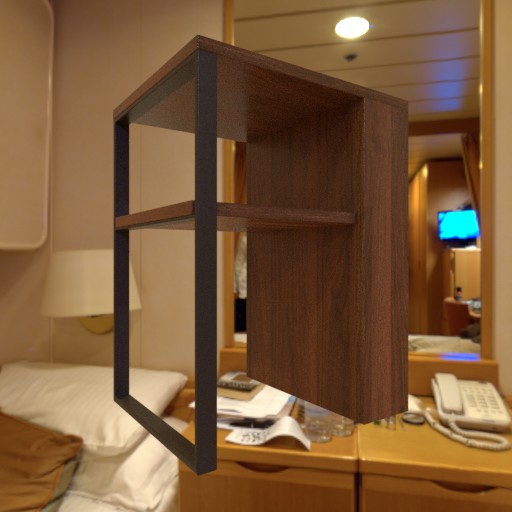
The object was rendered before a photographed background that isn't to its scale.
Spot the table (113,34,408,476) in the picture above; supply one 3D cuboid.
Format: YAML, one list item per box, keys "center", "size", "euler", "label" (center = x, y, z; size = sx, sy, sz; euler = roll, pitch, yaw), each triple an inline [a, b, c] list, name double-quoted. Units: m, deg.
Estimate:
- center: [0.000, 0.000, 1.533]
  size: [0.786, 1.041, 0.660]
  euler: [0, 0, -35]
  label: "table"
